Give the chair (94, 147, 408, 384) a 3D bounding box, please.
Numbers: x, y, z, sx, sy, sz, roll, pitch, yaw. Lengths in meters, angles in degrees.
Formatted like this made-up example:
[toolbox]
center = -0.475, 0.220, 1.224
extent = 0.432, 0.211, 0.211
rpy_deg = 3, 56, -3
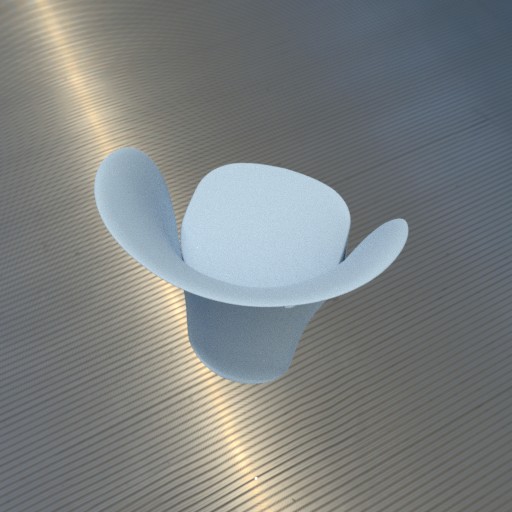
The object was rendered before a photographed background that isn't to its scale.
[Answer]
[chair]
center = 0.000, 0.000, 0.860
extent = 0.451, 0.554, 0.402
rpy_deg = 16, 64, 8
